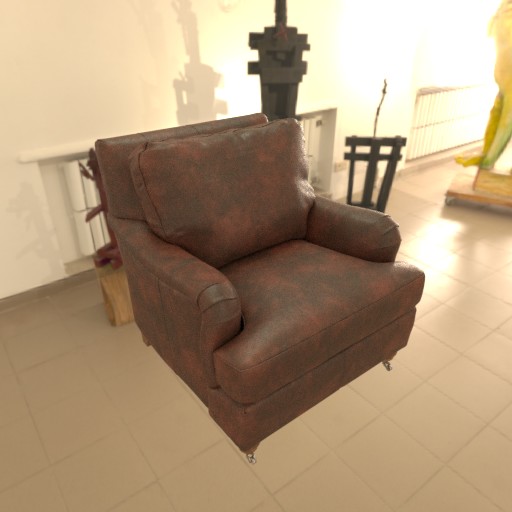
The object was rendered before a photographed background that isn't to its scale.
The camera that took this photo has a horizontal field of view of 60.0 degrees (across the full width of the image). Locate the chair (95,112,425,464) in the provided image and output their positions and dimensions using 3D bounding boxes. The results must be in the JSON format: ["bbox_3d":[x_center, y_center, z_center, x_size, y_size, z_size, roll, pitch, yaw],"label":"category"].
[{"bbox_3d":[0.000,0.000,1.958,0.987,1.051,1.156,-21,36,-32],"label":"chair"}]
